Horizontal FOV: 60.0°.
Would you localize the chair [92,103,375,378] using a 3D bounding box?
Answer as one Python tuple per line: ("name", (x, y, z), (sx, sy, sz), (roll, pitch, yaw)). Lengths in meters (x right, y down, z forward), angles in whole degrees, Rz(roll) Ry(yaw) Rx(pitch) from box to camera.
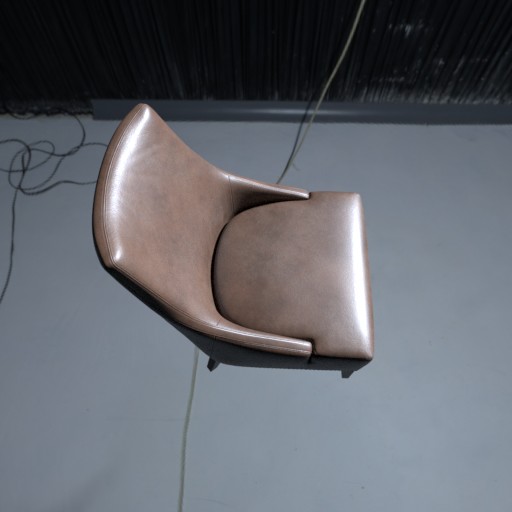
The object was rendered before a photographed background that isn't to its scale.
("chair", (0.000, 0.000, 1.582), (0.861, 0.909, 0.701), (2, 63, 1))
